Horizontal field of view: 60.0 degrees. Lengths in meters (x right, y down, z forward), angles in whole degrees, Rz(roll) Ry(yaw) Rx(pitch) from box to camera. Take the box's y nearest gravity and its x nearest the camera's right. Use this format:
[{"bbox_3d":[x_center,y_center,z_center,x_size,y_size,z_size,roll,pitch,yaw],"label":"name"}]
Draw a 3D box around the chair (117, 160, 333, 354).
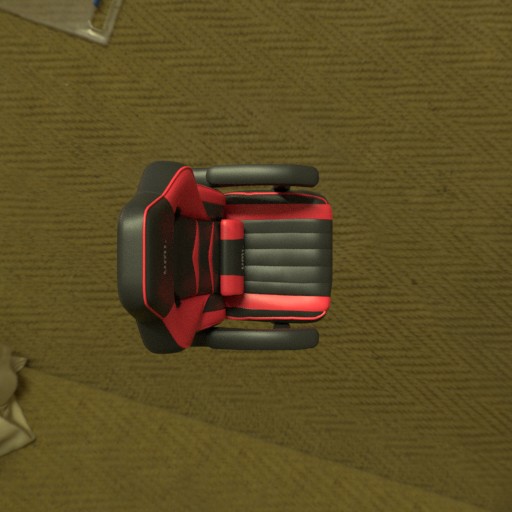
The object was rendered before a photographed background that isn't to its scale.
[{"bbox_3d":[0.000,0.000,1.670,0.700,1.220,0.700,0,90,0],"label":"chair"}]
